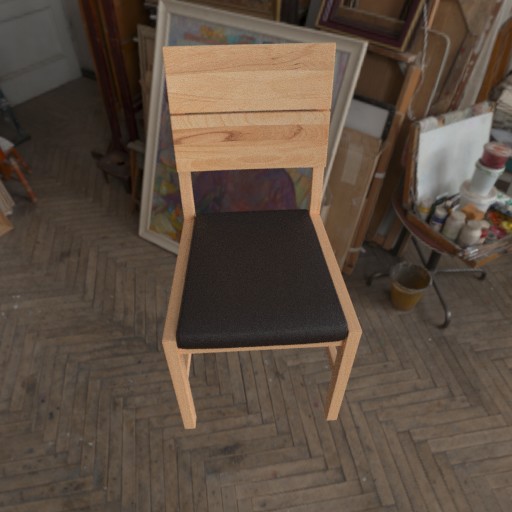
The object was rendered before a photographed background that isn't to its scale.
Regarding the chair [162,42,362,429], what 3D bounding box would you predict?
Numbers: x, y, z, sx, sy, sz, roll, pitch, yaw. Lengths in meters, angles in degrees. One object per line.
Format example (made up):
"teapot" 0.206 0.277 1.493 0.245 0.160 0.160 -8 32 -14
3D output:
"chair" 0.000 0.000 1.239 0.475 0.950 0.560 -2 45 -2
